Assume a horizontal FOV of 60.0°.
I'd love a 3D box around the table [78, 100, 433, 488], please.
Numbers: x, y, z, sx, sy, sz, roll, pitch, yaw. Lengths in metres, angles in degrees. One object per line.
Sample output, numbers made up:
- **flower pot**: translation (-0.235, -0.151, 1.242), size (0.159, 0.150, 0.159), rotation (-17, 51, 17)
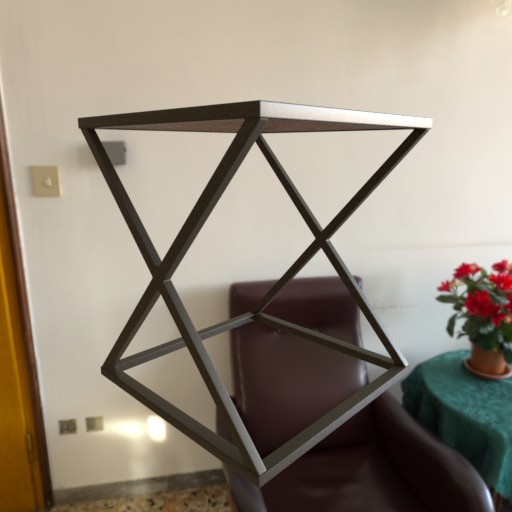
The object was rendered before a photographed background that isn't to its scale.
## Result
- **table**: translation (0.000, 0.000, 0.948), size (0.500, 0.565, 0.500), rotation (13, 19, 43)
